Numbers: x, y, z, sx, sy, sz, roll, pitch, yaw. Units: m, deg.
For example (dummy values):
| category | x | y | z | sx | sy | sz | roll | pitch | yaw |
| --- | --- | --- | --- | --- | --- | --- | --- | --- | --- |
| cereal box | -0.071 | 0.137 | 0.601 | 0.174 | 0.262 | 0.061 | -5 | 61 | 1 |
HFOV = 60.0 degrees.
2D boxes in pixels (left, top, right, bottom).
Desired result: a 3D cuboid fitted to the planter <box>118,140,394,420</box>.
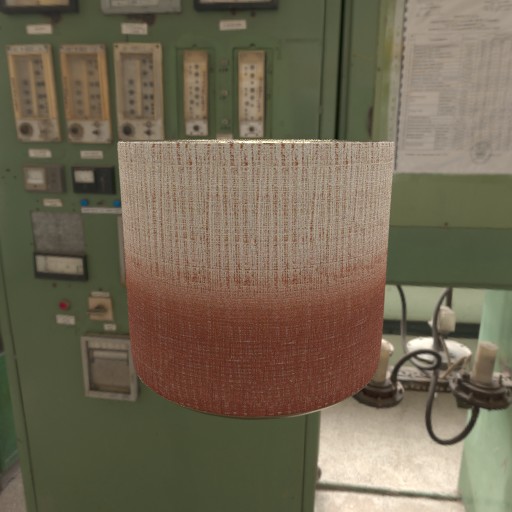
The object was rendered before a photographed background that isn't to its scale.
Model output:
| category | x | y | z | sx | sy | sz | roll | pitch | yaw |
| --- | --- | --- | --- | --- | --- | --- | --- | --- | --- |
| planter | 0.000 | 0.000 | 0.311 | 0.178 | 0.157 | 0.178 | 0 | 15 | 0 |
